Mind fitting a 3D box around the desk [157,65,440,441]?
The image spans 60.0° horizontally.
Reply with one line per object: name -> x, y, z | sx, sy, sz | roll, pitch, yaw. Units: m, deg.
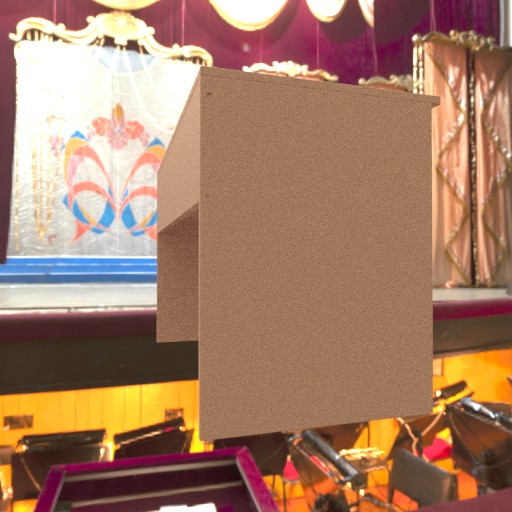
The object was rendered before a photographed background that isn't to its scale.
desk -> 0.000, 0.000, 1.468 | 0.560, 0.730, 1.100 | 0, -1, -17
